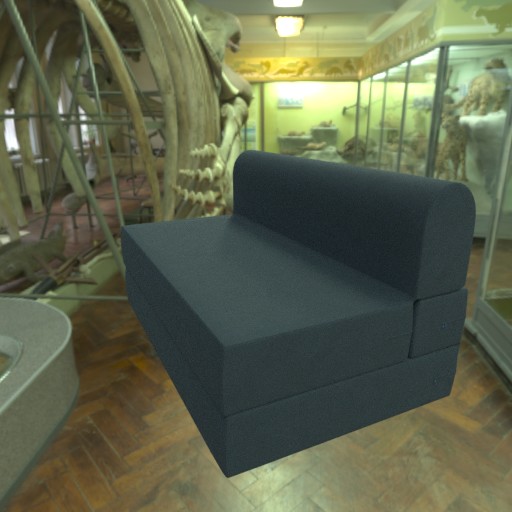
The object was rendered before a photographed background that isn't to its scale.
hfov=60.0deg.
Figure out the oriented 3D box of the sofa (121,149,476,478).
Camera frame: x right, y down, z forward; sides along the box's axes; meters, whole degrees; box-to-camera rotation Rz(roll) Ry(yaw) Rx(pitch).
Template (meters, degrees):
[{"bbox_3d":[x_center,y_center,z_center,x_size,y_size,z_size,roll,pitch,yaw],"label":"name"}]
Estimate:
[{"bbox_3d":[0.000,0.000,1.614,0.762,0.660,1.219,-9,20,-25],"label":"sofa"}]
